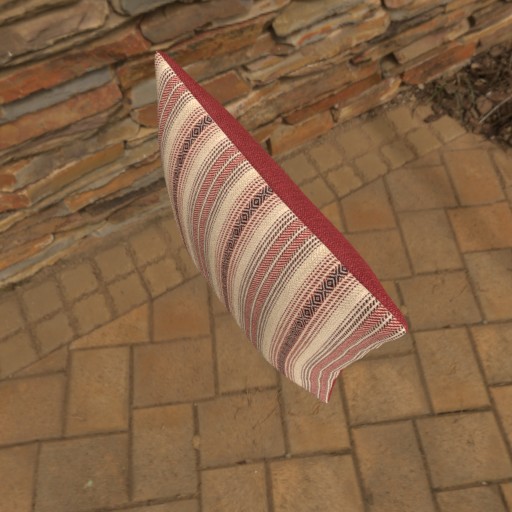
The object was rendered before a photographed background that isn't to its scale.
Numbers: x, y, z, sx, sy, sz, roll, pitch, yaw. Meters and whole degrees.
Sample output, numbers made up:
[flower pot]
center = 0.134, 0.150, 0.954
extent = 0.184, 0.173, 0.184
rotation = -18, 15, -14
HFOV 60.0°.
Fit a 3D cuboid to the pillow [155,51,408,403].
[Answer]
[pillow]
center = 0.000, 0.000, 0.763
extent = 0.166, 0.497, 0.513
rotation = -33, 68, -15
